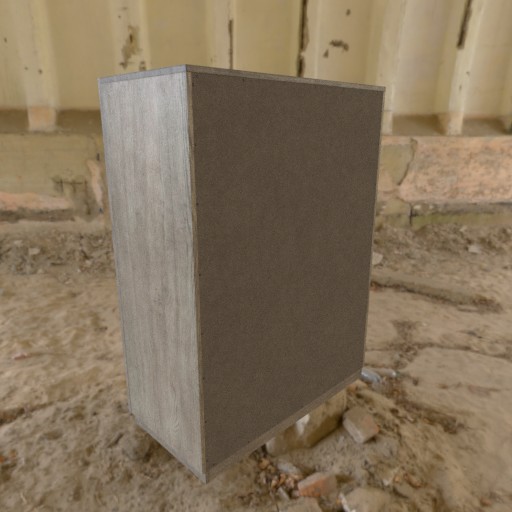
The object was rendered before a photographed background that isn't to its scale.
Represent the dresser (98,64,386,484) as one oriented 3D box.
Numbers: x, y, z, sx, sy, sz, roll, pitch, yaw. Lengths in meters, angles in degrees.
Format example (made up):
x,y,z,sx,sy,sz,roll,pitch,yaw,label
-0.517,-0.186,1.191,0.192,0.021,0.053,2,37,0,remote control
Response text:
x,y,z,sx,sy,sz,roll,pitch,yaw,label
0.000,0.000,1.775,0.967,1.295,0.483,-16,22,-42,dresser
